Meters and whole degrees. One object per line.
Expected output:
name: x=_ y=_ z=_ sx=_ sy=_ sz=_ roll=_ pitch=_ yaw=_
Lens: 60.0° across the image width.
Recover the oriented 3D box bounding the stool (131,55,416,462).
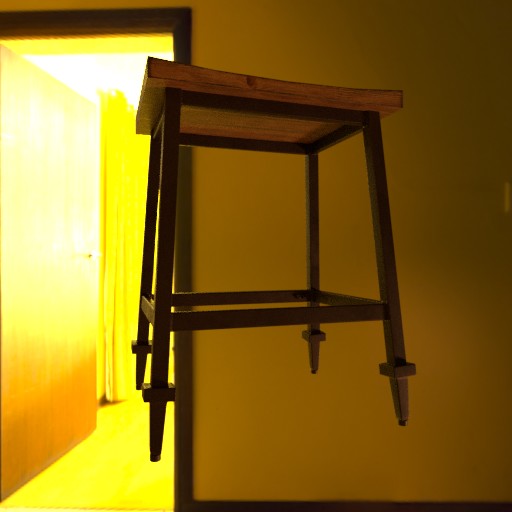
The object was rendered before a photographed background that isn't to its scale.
stool: x=0.000 y=0.000 z=0.926 sx=0.486 sy=0.625 sz=0.405 roll=0 pitch=0 yaw=-18
